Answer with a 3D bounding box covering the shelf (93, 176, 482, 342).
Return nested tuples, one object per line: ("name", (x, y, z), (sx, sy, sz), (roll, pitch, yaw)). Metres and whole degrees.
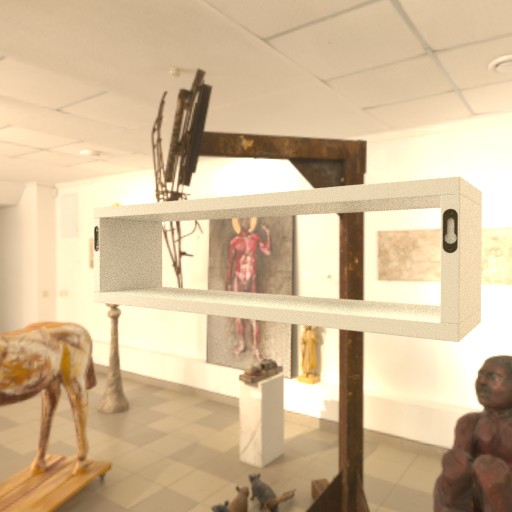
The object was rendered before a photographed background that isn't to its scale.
("shelf", (0.000, 0.000, 0.688), (0.610, 0.170, 0.150), (1, 1, 35))
